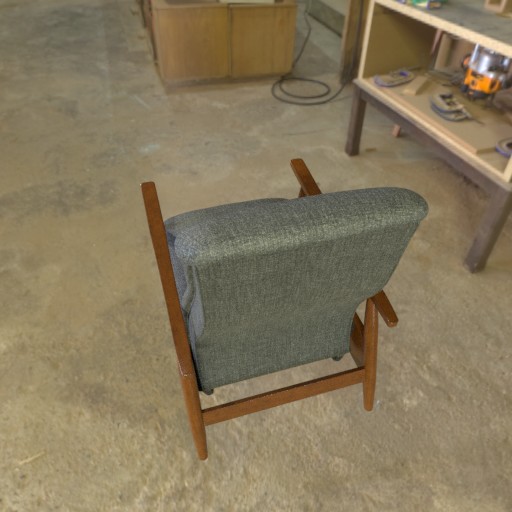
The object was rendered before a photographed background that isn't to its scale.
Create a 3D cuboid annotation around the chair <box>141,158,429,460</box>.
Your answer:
[{"bbox_3d":[0.000,0.000,1.737,0.762,1.082,1.030,-11,44,-12],"label":"chair"}]
